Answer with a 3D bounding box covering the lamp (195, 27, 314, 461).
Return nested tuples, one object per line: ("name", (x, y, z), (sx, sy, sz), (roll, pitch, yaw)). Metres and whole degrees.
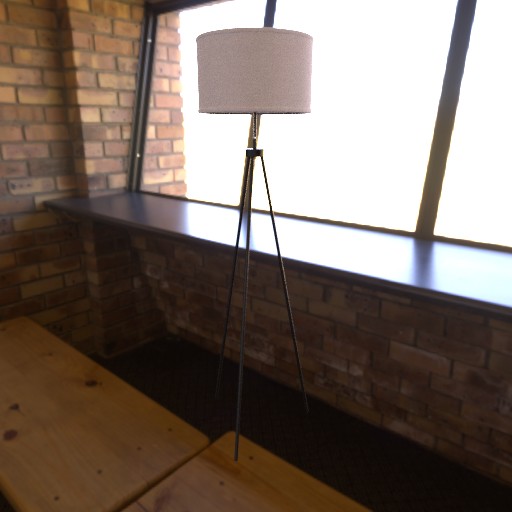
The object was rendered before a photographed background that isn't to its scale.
("lamp", (0.000, 0.000, 1.725), (0.448, 1.545, 0.458), (2, 16, 8))
